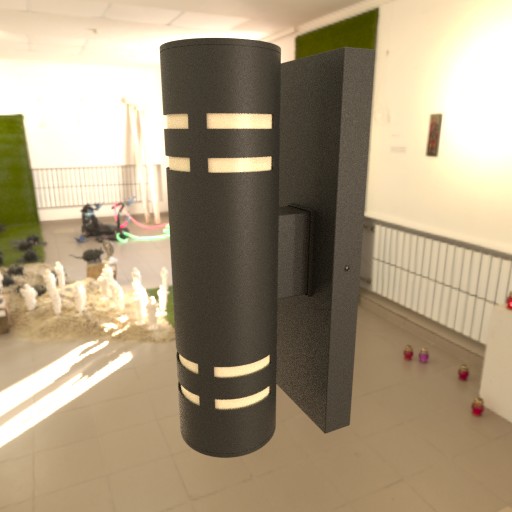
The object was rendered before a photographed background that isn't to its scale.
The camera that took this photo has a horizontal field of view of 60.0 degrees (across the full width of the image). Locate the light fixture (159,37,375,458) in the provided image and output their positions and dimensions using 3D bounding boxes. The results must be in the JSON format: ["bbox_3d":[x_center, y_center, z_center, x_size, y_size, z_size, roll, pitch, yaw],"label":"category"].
[{"bbox_3d":[0.000,0.000,0.391,0.149,0.330,0.105,-8,18,-25],"label":"light fixture"}]
